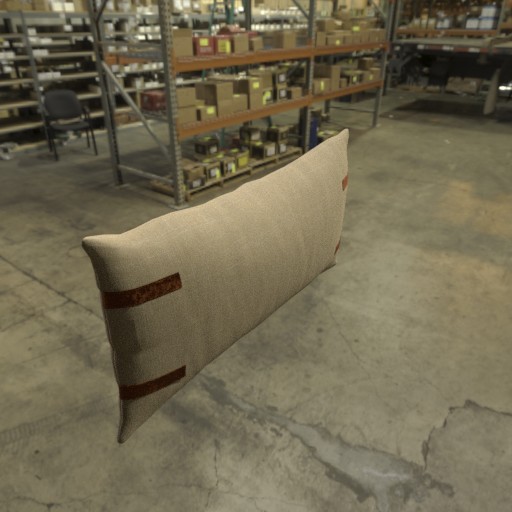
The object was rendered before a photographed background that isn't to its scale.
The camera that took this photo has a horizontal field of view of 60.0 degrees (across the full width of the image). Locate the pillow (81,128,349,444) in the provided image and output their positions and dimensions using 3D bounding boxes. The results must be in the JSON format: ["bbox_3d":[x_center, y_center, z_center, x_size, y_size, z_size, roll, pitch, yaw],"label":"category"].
[{"bbox_3d":[0.000,0.000,0.734,0.148,0.308,0.612,20,34,32],"label":"pillow"}]
